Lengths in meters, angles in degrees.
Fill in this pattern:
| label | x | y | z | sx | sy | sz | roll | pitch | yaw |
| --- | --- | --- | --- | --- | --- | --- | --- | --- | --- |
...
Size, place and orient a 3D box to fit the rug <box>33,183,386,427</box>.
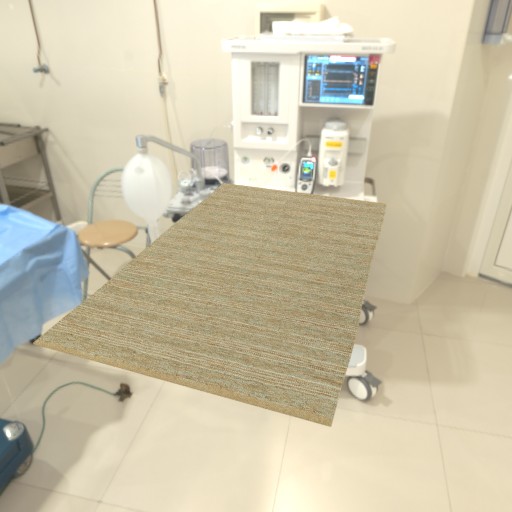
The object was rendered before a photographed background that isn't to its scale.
| label | x | y | z | sx | sy | sz | roll | pitch | yaw |
| --- | --- | --- | --- | --- | --- | --- | --- | --- | --- |
| rug | 0.000 | 0.000 | 3.025 | 1.540 | 0.012 | 2.448 | 10 | 31 | 17 |
